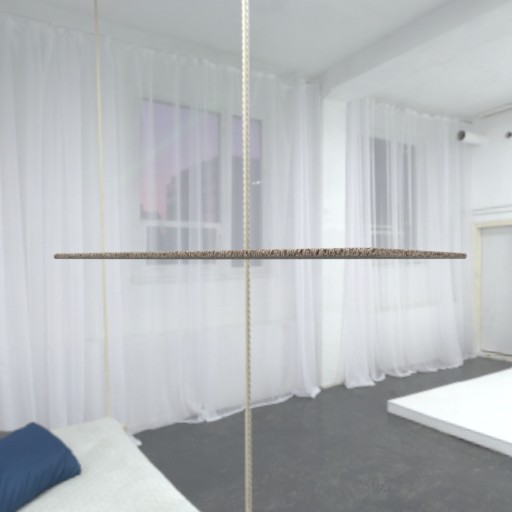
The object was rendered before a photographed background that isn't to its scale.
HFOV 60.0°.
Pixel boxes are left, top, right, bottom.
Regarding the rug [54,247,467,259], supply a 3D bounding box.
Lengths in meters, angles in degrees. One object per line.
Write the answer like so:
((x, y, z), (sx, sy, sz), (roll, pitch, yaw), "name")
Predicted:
((0.000, 0.000, 2.300), (1.778, 0.030, 1.219), (0, -1, 37), "rug")
